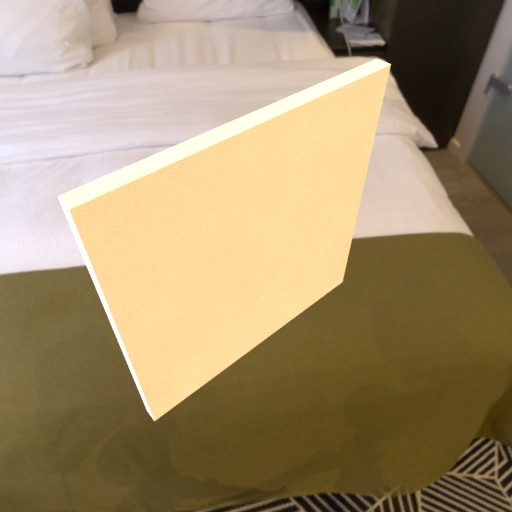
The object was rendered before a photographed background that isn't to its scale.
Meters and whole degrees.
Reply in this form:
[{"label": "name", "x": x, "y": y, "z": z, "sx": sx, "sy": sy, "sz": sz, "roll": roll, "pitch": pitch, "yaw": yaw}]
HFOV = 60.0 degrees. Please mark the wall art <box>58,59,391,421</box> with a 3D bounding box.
[{"label": "wall art", "x": 0.000, "y": 0.000, "z": 1.112, "sx": 0.762, "sy": 0.762, "sz": 0.040, "roll": -32, "pitch": 55, "yaw": -26}]
